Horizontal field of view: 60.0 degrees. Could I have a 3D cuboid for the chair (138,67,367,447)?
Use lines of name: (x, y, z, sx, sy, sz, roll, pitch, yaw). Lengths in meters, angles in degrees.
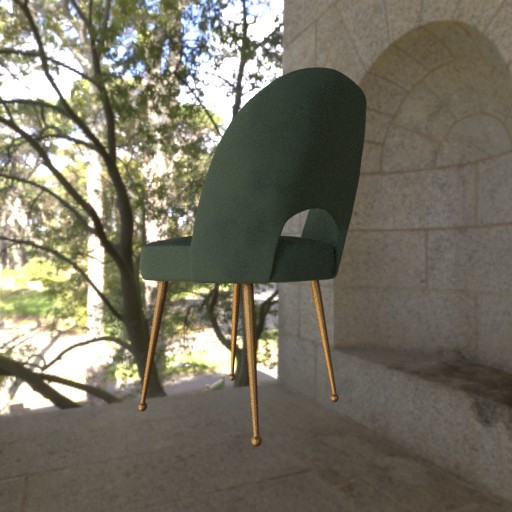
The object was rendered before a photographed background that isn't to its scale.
chair: (0.000, 0.000, 1.242, 0.577, 0.860, 0.527, 0, -1, 36)
